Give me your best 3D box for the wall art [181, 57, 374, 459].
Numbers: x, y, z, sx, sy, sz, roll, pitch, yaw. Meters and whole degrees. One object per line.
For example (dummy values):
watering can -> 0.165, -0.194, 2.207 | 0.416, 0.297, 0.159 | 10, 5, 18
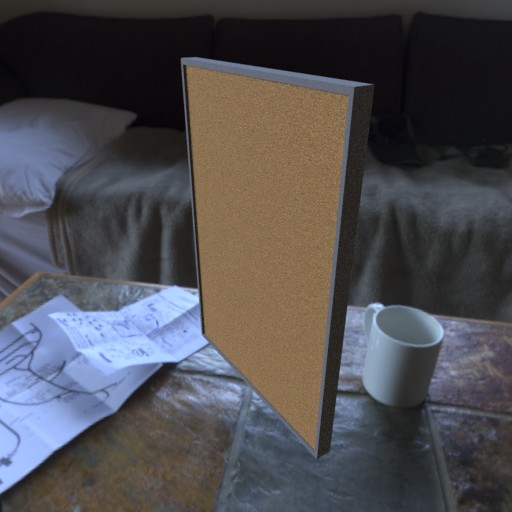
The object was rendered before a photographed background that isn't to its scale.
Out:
wall art -> 0.000, 0.000, 0.961 | 0.039, 0.753, 0.511 | -19, 34, -30
